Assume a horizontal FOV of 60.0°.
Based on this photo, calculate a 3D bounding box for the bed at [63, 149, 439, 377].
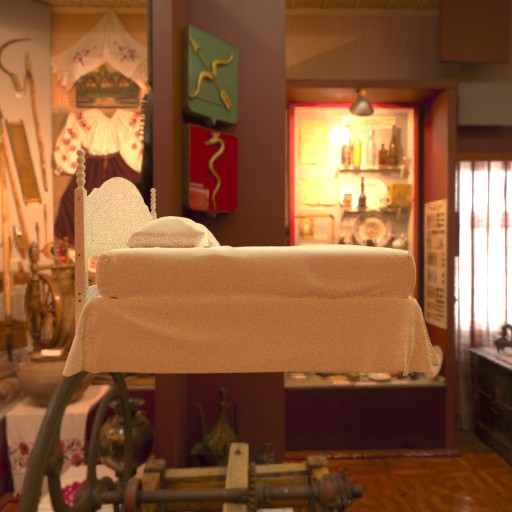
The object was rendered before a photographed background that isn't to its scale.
[{"bbox_3d":[0.000,0.000,3.658,2.219,1.355,2.322,0,1,0],"label":"bed"}]
